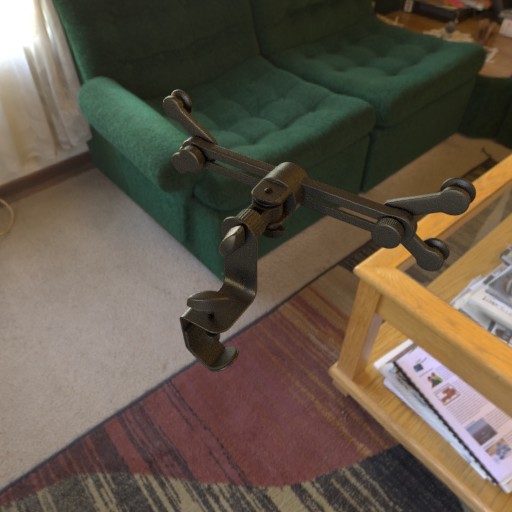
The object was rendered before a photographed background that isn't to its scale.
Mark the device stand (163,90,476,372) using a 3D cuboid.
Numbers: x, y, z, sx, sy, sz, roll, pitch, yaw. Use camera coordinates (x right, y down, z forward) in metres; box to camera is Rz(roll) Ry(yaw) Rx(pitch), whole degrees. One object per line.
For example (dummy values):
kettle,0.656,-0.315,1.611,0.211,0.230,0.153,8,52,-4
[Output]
device stand,0.000,0.000,0.366,0.270,0.166,0.142,24,51,22
